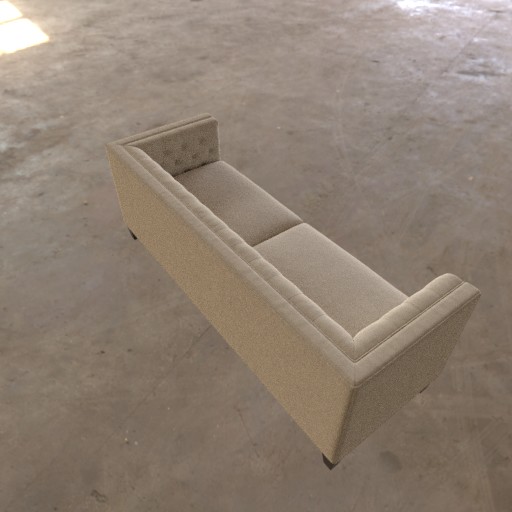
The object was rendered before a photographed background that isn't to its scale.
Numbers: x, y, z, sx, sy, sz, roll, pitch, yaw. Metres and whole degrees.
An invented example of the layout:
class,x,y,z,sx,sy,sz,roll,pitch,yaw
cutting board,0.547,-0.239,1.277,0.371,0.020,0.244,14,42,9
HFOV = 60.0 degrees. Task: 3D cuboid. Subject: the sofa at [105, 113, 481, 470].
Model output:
class,x,y,z,sx,sy,sz,roll,pitch,yaw
sofa,0.000,0.000,2.579,0.775,0.762,2.159,-27,49,-26
